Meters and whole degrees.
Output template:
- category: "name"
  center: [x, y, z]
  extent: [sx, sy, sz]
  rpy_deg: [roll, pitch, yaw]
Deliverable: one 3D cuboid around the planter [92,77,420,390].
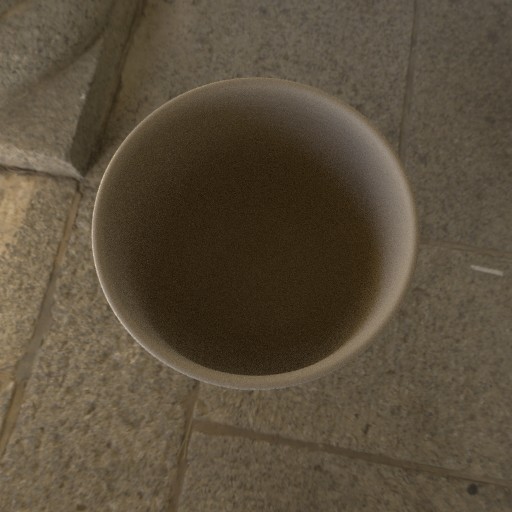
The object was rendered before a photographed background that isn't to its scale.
- category: "planter"
  center: [0.000, 0.000, 0.301]
  extent: [0.169, 0.153, 0.169]
  rpy_deg: [0, 75, 0]
